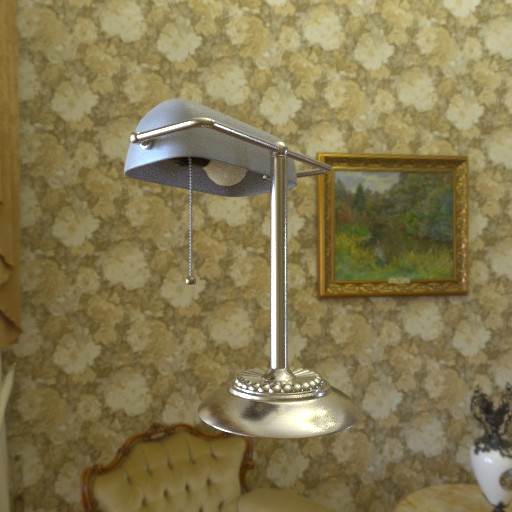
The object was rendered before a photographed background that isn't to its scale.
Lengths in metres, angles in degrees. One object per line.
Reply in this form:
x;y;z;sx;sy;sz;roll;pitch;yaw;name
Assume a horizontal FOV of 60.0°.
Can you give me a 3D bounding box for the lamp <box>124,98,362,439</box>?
0.000;0.000;0.515;0.243;0.339;0.264;-1;-2;37;lamp
